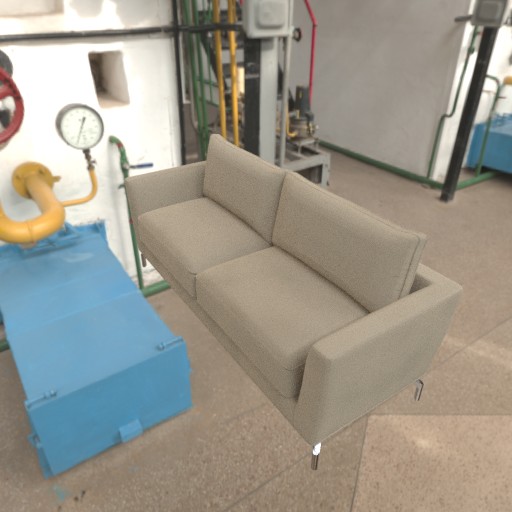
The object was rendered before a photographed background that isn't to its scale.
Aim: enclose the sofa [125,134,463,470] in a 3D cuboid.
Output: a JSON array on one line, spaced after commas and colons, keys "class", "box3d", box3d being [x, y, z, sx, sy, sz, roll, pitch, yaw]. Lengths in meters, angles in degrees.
[{"class": "sofa", "box3d": [0.000, 0.000, 2.751, 0.868, 1.005, 2.214, -19, 36, -28]}]
